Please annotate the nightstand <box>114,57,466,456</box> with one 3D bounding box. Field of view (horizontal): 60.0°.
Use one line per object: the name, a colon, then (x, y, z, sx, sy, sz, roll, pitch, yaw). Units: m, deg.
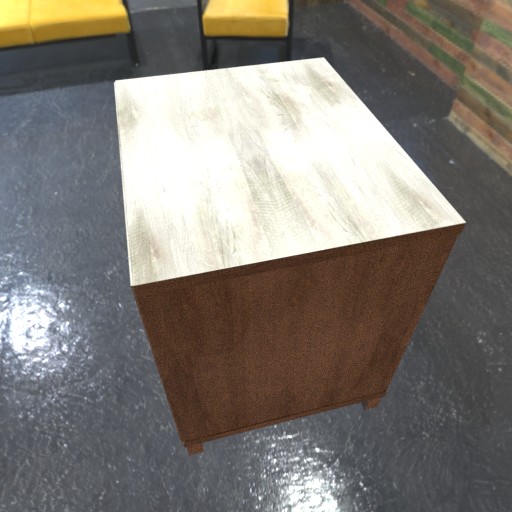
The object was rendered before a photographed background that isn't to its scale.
nightstand: (0.000, 0.000, 0.740, 0.347, 0.448, 0.427, -11, 48, -10)
